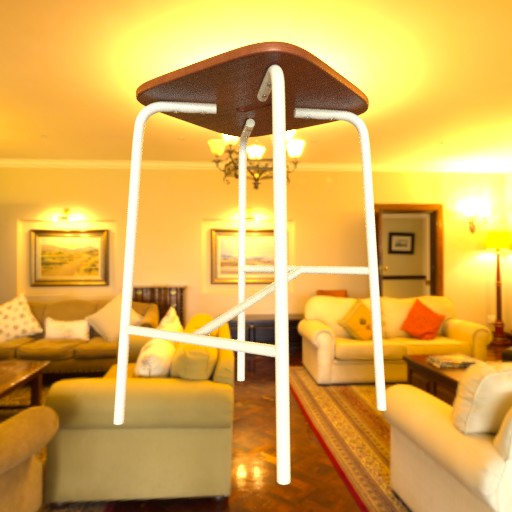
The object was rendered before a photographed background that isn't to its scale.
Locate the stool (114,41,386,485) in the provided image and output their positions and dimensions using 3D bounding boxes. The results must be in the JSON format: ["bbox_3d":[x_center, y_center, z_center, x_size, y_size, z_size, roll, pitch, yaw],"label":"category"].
[{"bbox_3d":[0.000,0.000,0.848,0.376,0.610,0.376,0,-1,37],"label":"stool"}]
